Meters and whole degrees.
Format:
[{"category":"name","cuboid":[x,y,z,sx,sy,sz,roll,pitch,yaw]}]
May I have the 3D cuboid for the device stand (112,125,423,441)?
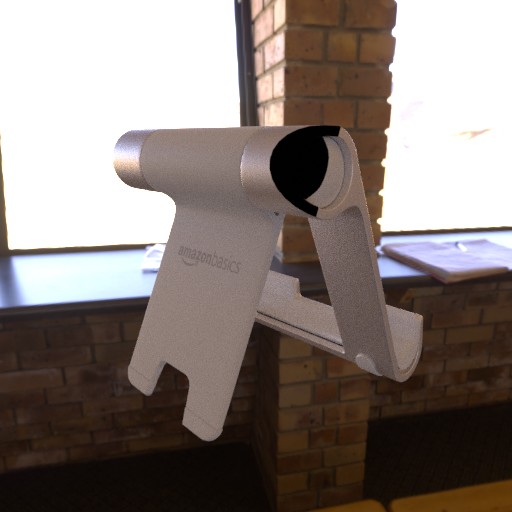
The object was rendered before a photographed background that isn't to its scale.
[{"category":"device stand","cuboid":[0.000,0.000,0.151,0.079,0.084,0.086,-14,21,-42]}]
